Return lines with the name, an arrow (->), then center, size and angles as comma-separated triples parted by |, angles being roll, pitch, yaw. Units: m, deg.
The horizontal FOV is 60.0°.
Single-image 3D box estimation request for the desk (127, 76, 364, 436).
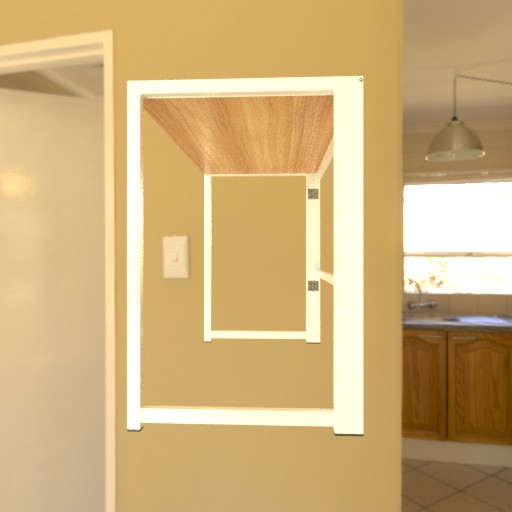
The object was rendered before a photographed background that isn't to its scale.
desk -> 0.000, 0.000, 1.454 | 0.508, 0.762, 1.016 | 0, 0, 3
